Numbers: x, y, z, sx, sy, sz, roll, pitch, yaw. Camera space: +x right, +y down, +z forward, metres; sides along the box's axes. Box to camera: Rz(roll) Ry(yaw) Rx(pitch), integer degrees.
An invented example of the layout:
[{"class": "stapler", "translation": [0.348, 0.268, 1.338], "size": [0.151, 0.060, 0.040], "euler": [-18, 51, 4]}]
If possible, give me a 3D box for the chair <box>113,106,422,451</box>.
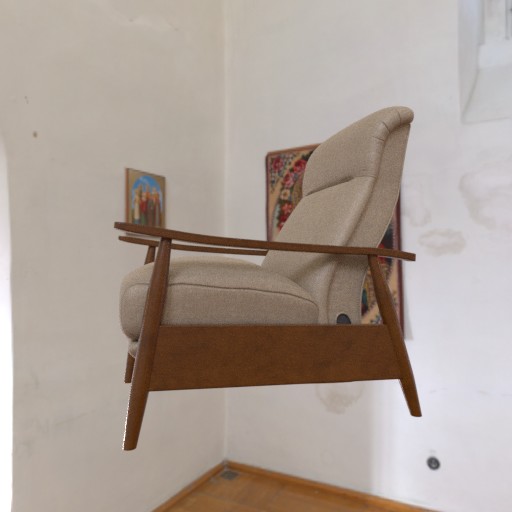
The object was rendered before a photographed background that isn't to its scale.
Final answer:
[{"class": "chair", "translation": [0.000, 0.000, 1.711], "size": [1.030, 1.082, 0.762], "euler": [0, -1, -16]}]
